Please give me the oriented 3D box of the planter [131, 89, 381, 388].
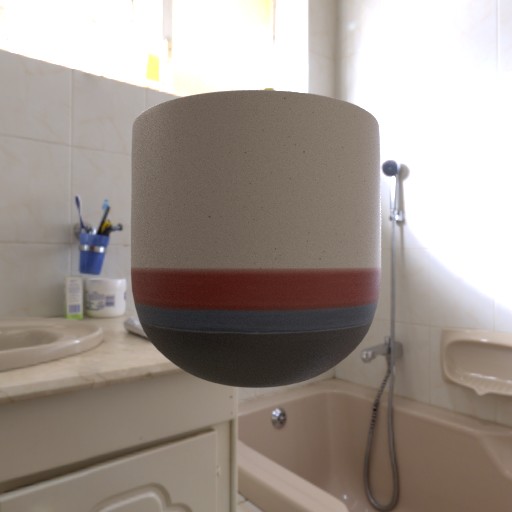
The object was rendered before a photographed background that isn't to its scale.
[{"bbox_3d":[0.000,0.000,0.493,0.268,0.270,0.268,0,-1,0],"label":"planter"}]
